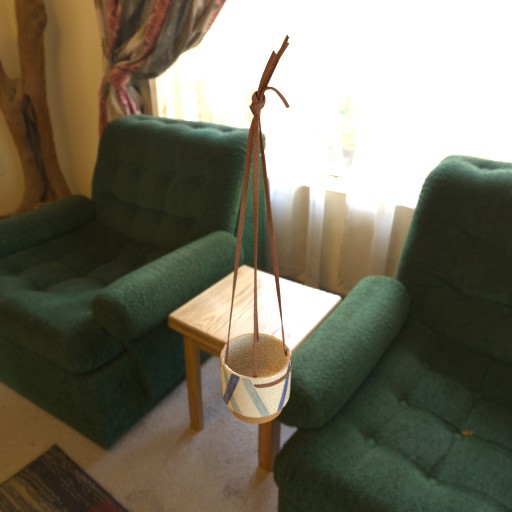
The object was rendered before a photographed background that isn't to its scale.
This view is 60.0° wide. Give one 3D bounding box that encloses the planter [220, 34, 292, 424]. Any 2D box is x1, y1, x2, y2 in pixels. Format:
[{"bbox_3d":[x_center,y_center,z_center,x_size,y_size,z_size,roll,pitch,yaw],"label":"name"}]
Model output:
[{"bbox_3d":[0.000,0.000,0.840,0.157,0.753,0.153,9,29,16],"label":"planter"}]
